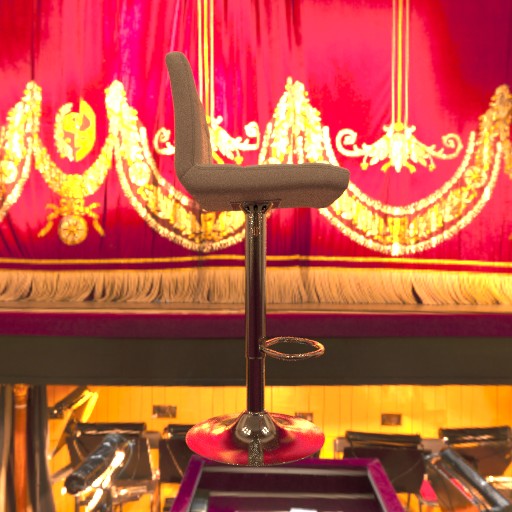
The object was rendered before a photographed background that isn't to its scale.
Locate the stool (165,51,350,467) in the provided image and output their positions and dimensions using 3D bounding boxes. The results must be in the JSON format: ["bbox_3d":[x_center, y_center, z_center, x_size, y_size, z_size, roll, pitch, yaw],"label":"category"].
[{"bbox_3d":[0.000,0.000,1.376,0.505,1.115,0.430,0,-1,0],"label":"stool"}]
